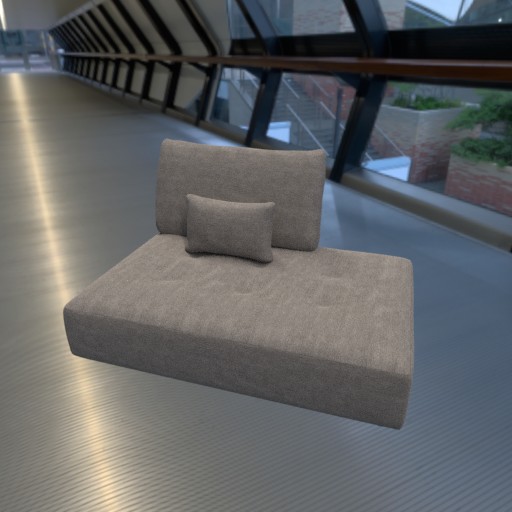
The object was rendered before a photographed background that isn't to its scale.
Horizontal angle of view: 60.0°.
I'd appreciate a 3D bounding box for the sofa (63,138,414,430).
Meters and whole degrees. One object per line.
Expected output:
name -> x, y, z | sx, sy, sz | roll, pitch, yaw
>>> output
sofa -> 0.000, 0.000, 2.048 | 1.450, 0.820, 1.002 | 8, 27, 16
